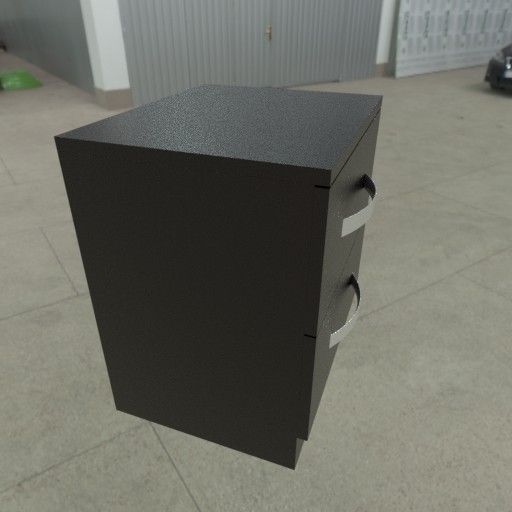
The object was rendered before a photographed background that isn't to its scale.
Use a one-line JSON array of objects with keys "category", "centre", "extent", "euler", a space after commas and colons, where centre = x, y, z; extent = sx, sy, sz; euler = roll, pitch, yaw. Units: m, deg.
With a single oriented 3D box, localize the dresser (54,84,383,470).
[{"category": "dresser", "centre": [0.000, 0.000, 0.748], "extent": [0.360, 0.470, 0.400], "euler": [11, 32, 18]}]
